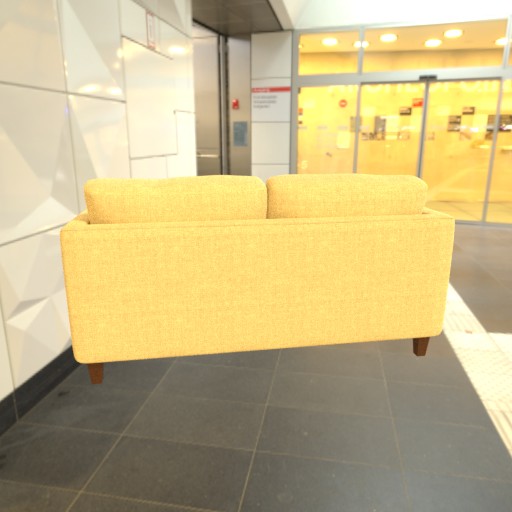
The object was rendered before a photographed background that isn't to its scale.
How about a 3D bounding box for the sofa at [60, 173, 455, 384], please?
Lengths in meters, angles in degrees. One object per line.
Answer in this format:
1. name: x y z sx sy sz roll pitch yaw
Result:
1. sofa: 0.000 0.000 2.544 1.884 0.963 0.950 -3 15 -9
